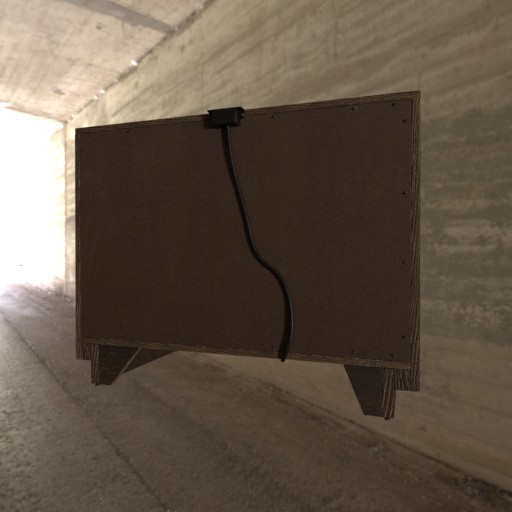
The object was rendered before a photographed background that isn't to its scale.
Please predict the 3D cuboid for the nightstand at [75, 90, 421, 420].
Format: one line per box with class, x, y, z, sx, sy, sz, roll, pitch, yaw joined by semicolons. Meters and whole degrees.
nightstand;0.000;0.000;1.130;0.775;0.612;0.457;0;1;19
